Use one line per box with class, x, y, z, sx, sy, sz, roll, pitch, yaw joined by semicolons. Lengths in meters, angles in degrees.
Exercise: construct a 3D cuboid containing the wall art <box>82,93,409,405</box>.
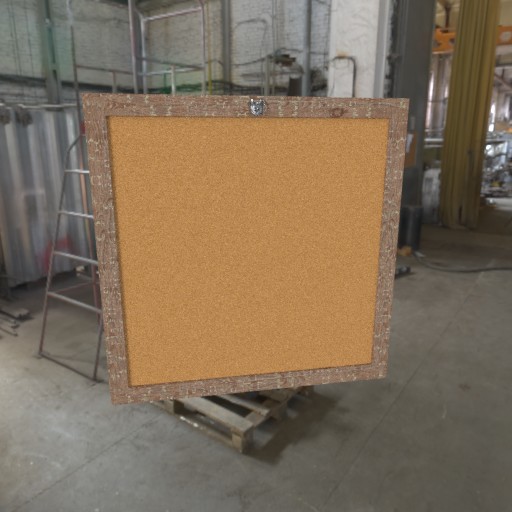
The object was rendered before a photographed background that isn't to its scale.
wall art;0.000;0.000;0.559;0.380;0.380;0.022;-3;15;-10
